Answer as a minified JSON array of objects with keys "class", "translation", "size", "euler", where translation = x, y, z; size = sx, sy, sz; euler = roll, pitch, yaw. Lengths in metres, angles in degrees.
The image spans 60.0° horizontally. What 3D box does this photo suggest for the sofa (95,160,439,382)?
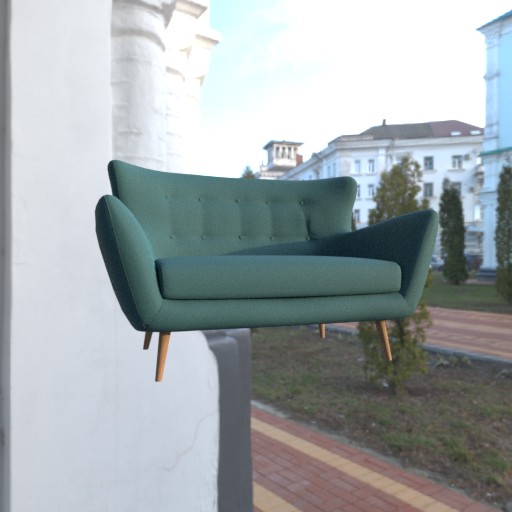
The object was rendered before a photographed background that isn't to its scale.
[{"class":"sofa","translation":[0.000,0.000,2.049],"size":[1.397,0.889,0.889],"euler":[0,0,-20]}]
